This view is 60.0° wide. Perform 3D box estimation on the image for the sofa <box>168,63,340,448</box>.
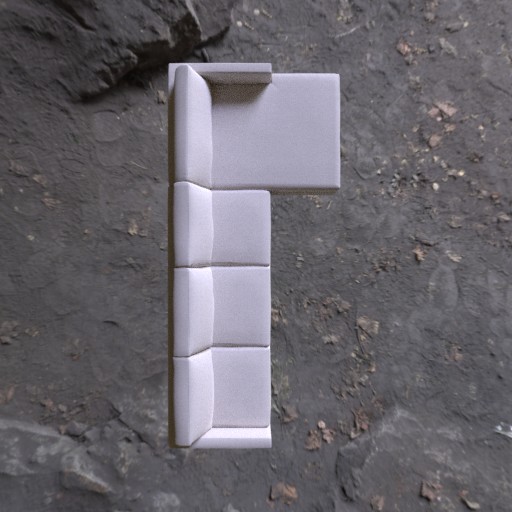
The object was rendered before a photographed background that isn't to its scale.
[{"bbox_3d":[0.000,0.000,4.225,1.599,0.954,3.471,0,90,0],"label":"sofa"}]
